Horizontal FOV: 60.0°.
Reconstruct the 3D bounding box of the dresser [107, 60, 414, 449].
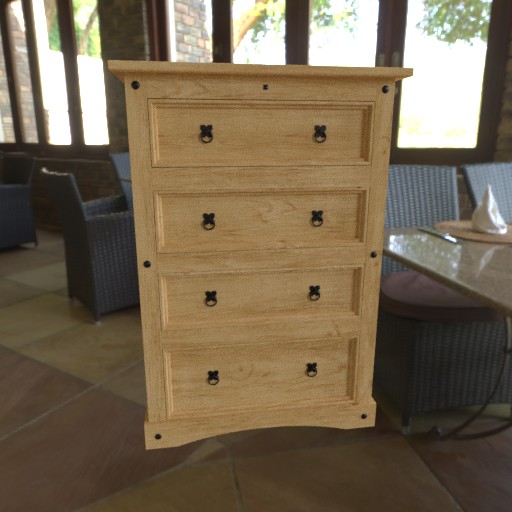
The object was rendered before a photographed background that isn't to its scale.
[{"bbox_3d":[0.000,0.000,1.698,0.915,1.300,0.485,-2,15,-9],"label":"dresser"}]
